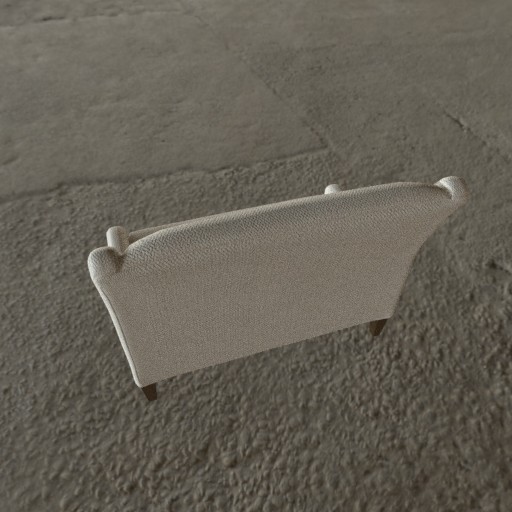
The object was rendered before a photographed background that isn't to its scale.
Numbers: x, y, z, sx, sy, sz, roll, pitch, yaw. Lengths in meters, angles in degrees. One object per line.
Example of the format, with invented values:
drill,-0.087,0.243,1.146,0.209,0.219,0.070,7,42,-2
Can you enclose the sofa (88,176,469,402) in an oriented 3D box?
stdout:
sofa,0.000,0.000,1.940,1.242,1.022,0.870,-13,44,-14
